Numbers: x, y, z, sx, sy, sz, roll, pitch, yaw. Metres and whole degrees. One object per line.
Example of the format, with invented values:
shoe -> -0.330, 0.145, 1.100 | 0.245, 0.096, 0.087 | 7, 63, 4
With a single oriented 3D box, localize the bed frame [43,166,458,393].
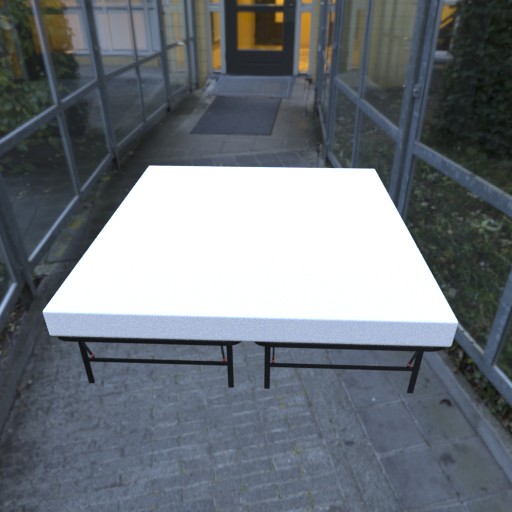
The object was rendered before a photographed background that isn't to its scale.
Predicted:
bed frame -> 0.000, 0.000, 3.063 | 1.930, 0.559, 2.032 | 1, 31, 2
